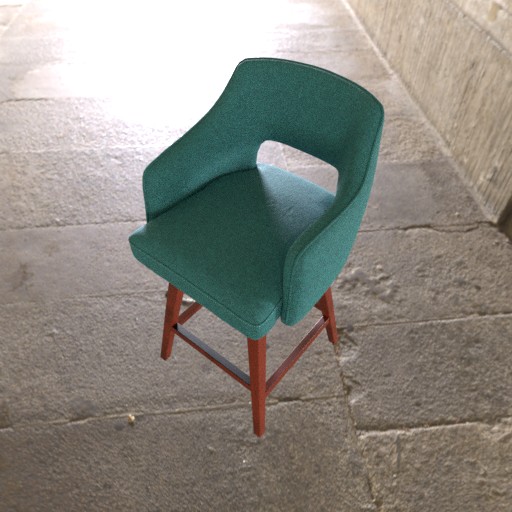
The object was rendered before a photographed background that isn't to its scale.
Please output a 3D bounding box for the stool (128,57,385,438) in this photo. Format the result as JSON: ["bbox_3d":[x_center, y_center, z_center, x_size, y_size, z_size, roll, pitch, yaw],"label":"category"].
[{"bbox_3d":[0.000,0.000,1.334,0.548,0.961,0.556,31,54,26],"label":"stool"}]
